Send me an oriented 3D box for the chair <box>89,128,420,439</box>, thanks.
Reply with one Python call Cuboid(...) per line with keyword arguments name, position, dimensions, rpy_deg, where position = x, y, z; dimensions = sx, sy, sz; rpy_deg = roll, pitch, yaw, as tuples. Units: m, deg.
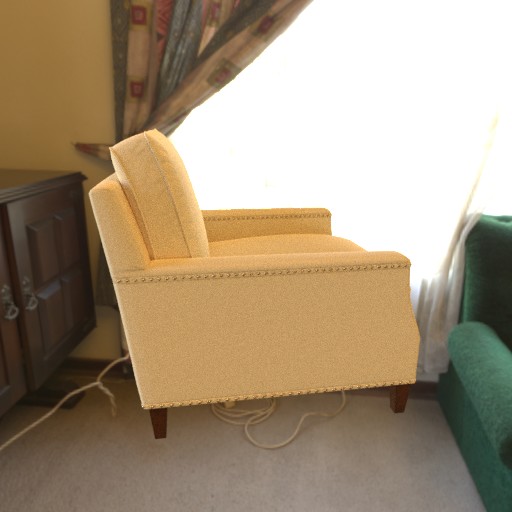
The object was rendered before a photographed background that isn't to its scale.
Cuboid(name="chair", position=(0.000, 0.000, 1.712), dimensions=(1.014, 0.943, 0.853), rpy_deg=(-3, 17, -9))
